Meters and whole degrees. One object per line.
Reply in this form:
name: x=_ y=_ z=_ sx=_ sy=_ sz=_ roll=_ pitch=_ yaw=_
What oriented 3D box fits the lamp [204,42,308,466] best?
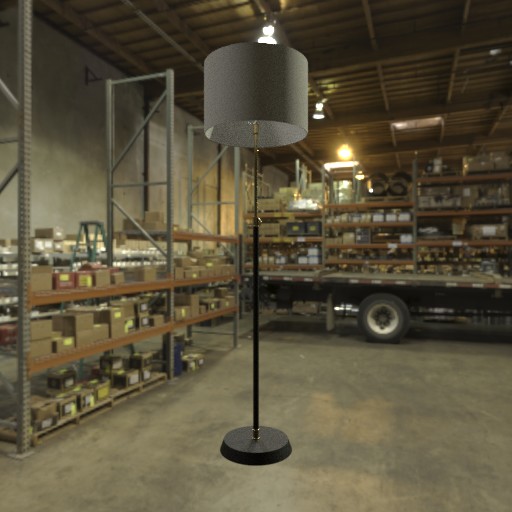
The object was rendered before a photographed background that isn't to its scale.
lamp: x=0.000 y=0.000 z=1.742 sx=0.404 sy=1.517 sz=0.404 roll=0 pitch=0 yaw=20
